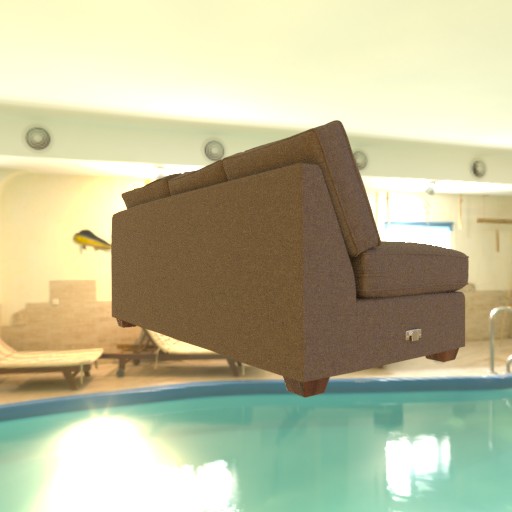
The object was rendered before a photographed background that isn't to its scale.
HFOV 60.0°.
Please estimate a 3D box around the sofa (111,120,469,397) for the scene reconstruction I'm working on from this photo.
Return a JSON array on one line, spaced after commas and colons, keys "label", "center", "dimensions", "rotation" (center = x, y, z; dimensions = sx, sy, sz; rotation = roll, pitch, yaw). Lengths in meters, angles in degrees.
[{"label": "sofa", "center": [0.000, 0.000, 2.497], "dimensions": [1.034, 0.946, 1.963], "rotation": [0, 0, -36]}]
